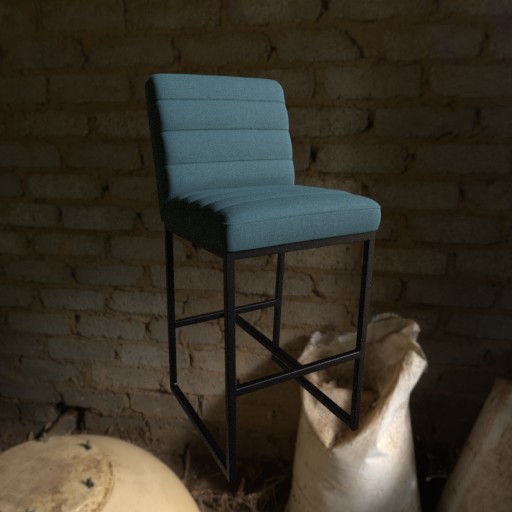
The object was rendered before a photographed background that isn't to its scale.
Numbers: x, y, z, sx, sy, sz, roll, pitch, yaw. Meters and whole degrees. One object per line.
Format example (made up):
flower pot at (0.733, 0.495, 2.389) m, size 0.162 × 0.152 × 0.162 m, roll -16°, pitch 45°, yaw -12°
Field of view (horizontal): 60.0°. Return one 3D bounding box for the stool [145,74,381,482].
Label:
stool at (0.000, 0.000, 1.323) m, size 0.460 × 1.040 × 0.560 m, roll -9°, pitch 19°, yaw -28°
